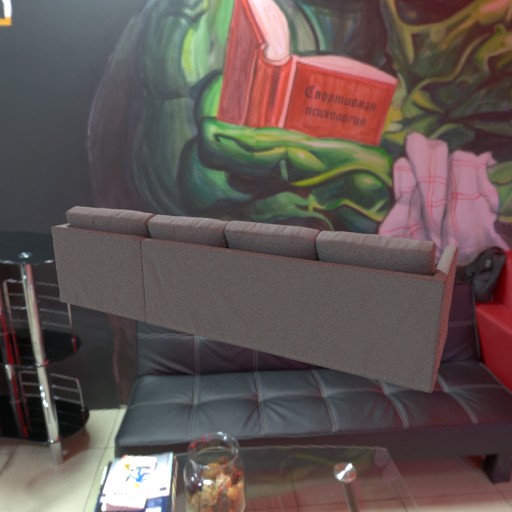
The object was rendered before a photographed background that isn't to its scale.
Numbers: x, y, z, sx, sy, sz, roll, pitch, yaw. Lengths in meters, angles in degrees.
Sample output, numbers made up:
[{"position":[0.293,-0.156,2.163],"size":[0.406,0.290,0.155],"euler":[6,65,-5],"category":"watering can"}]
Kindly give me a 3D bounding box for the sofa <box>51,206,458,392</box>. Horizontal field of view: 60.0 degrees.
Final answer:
[{"position":[0.000,0.000,3.863],"size":[3.177,0.867,1.622],"euler":[8,17,27],"category":"sofa"}]
